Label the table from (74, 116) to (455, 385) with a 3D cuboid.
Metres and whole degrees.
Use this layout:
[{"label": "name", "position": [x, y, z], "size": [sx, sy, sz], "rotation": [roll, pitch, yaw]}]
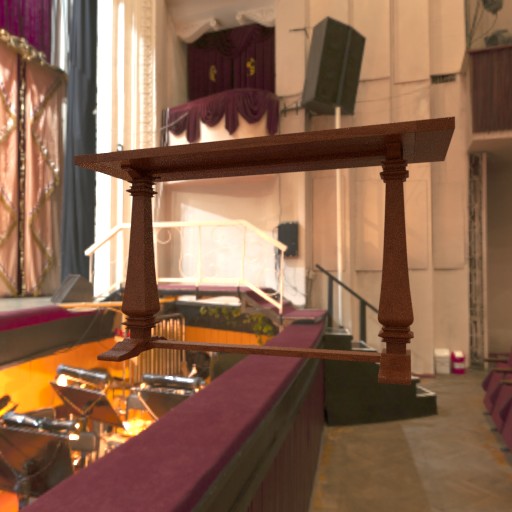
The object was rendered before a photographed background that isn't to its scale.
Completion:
[{"label": "table", "position": [0.000, 0.000, 1.831], "size": [1.478, 0.852, 0.461], "rotation": [-1, -2, 19]}]
